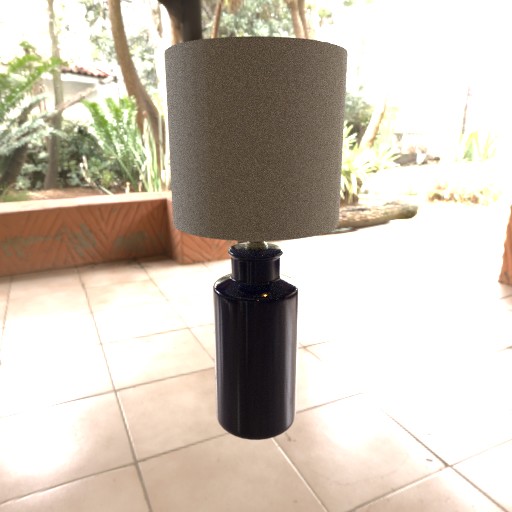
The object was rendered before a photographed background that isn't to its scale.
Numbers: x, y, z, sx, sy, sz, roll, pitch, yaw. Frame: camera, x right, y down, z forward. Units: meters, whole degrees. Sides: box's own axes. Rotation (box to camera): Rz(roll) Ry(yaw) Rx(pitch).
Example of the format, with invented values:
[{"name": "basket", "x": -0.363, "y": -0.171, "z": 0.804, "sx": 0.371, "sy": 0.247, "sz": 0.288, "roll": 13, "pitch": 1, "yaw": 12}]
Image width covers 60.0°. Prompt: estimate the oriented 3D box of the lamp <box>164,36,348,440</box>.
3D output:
[{"name": "lamp", "x": 0.000, "y": 0.000, "z": 0.589, "sx": 0.212, "sy": 0.493, "sz": 0.212, "roll": -8, "pitch": 18, "yaw": -25}]
